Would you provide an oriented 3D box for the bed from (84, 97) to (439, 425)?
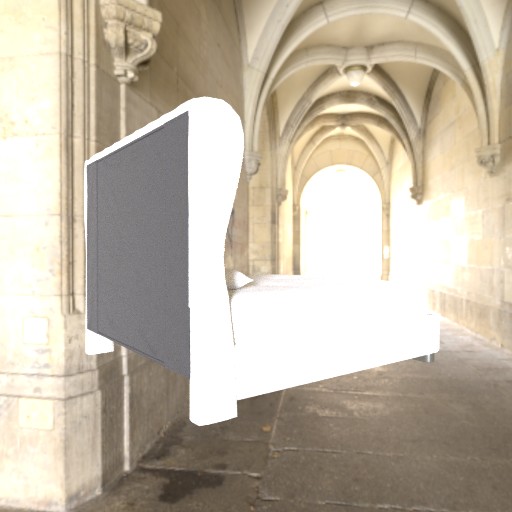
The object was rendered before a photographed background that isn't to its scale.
[{"bbox_3d":[0.000,0.000,3.891,2.347,1.771,2.219,0,1,-36],"label":"bed"}]
